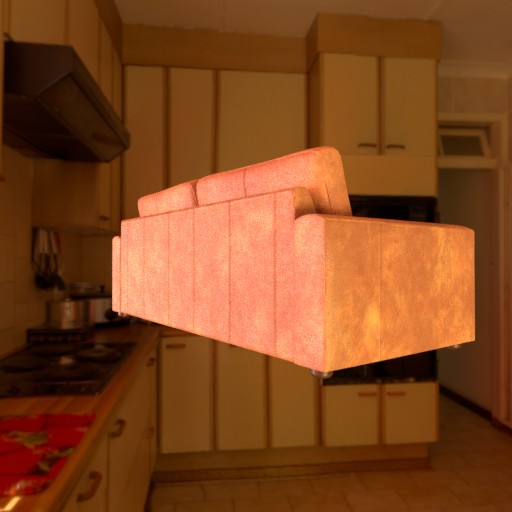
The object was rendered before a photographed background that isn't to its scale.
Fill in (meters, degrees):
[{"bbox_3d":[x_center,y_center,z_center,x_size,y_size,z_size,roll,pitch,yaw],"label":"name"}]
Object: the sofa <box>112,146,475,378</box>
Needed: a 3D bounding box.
[{"bbox_3d":[0.000,0.000,2.653,1.016,0.873,2.179,0,0,-36],"label":"sofa"}]
